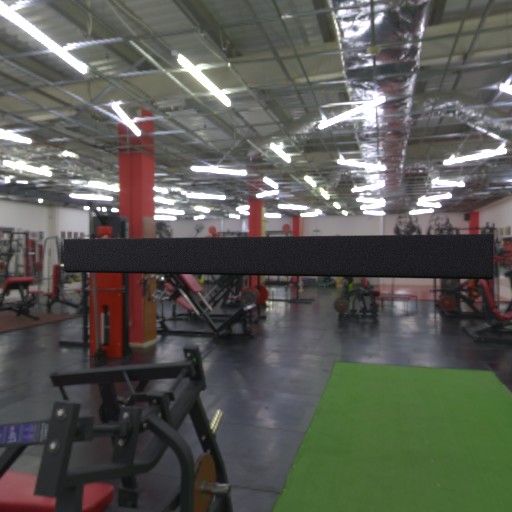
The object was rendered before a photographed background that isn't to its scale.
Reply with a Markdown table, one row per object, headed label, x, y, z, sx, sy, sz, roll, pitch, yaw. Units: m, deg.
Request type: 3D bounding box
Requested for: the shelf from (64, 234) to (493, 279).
| label | x | y | z | sx | sy | sz | roll | pitch | yaw |
| --- | --- | --- | --- | --- | --- | --- | --- | --- | --- |
| shelf | 0.000 | 0.000 | 0.650 | 0.605 | 0.053 | 0.102 | 0 | 0 | 18 |
